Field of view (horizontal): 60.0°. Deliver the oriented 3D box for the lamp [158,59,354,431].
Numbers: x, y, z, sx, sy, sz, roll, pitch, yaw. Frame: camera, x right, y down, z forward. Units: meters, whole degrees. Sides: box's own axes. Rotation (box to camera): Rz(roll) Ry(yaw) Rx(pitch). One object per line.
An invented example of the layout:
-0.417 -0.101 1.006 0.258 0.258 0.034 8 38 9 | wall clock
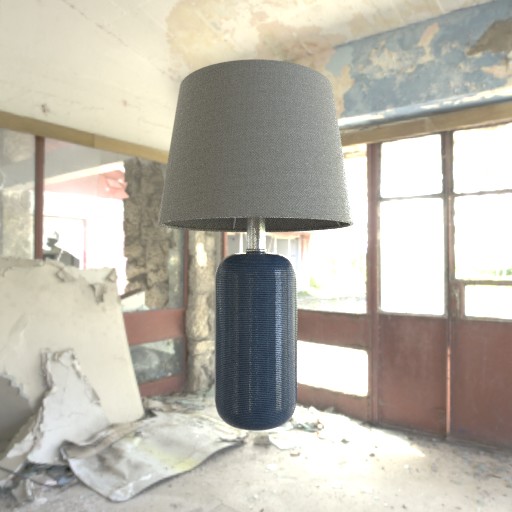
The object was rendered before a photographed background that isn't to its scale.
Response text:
0.000 0.000 0.582 0.253 0.428 0.253 0 -1 0 | lamp
